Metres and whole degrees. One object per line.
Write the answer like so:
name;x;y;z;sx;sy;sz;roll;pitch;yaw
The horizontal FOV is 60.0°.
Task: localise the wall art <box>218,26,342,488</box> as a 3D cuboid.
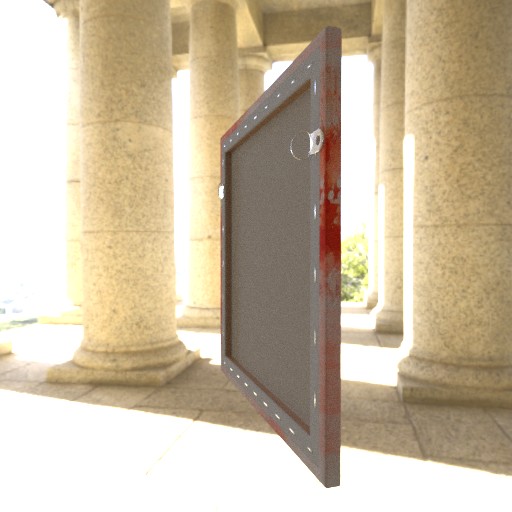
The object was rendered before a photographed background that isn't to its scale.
wall art;0.000;0.000;1.255;0.066;0.878;0.878;0;1;-18
